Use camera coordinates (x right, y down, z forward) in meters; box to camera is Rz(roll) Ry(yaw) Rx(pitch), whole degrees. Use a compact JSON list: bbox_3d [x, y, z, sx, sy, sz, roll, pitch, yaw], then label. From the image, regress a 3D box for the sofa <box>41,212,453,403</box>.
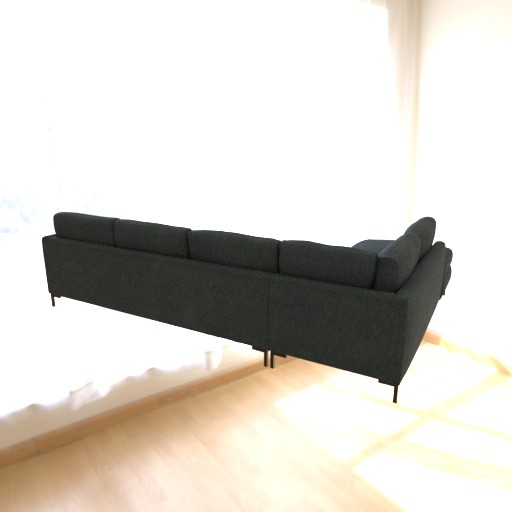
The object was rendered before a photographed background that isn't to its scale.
[{"bbox_3d":[0.000,0.000,3.804,2.949,0.815,2.007,9,18,28],"label":"sofa"}]
